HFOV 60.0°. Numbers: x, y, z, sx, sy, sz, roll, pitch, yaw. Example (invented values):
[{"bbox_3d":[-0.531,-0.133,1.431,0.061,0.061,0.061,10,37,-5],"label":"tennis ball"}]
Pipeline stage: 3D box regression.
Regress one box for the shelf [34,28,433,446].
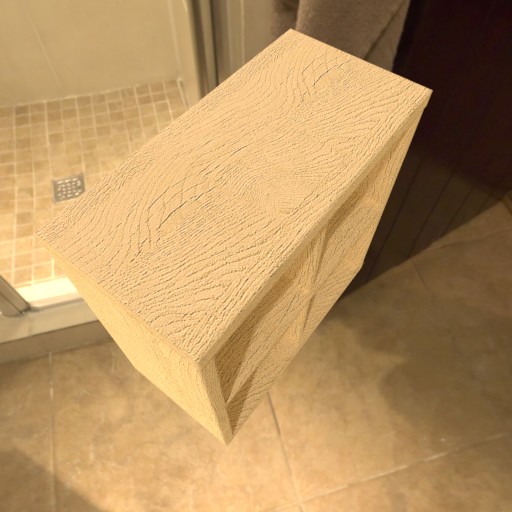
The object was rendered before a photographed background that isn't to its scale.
[{"bbox_3d":[0.000,0.000,1.226,0.390,0.786,0.790,33,64,19],"label":"shelf"}]
